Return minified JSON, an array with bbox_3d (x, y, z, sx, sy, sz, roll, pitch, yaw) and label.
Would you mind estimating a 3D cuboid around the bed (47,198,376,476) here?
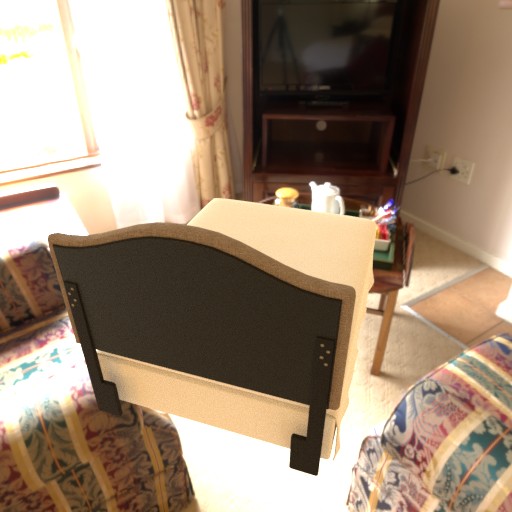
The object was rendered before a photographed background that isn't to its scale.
[{"bbox_3d":[0.000,0.000,3.287,1.713,1.518,2.153,10,33,16],"label":"bed"}]
